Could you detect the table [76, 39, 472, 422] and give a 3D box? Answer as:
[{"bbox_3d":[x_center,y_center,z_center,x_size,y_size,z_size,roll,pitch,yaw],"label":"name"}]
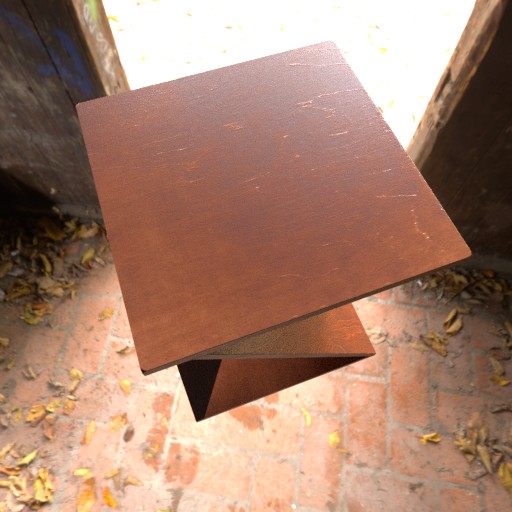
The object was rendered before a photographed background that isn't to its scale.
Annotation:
[{"bbox_3d":[0.000,0.000,0.847,0.427,0.520,0.427,-18,65,-9],"label":"table"}]
